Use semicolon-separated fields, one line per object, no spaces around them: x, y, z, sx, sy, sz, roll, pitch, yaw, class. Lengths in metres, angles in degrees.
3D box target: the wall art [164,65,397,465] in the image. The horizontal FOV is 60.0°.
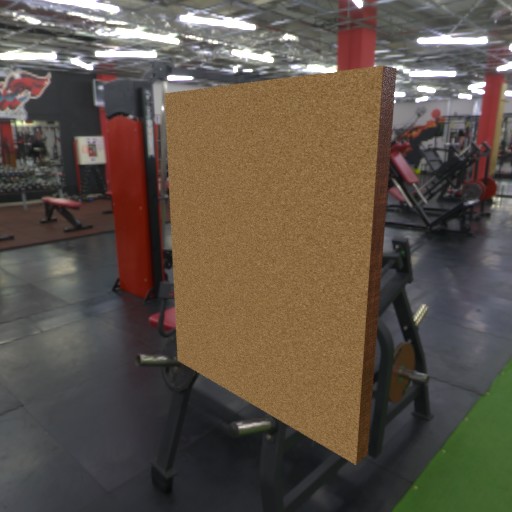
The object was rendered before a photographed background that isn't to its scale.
0.000;0.000;0.776;0.033;0.567;0.467;-14;20;-43;wall art
